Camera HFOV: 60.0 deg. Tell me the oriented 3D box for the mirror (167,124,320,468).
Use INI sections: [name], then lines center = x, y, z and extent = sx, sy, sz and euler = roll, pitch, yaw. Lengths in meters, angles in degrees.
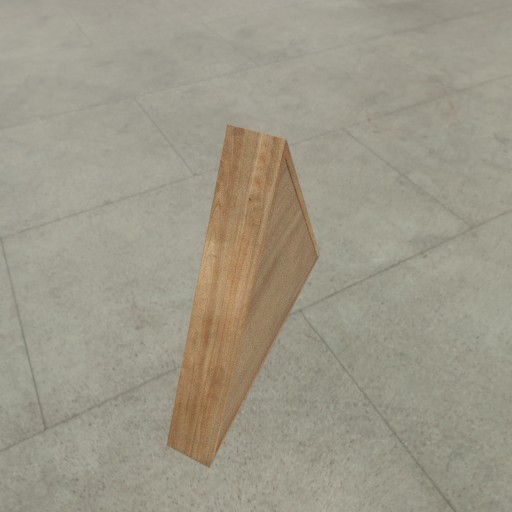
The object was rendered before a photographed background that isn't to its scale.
[mirror]
center = 0.000, 0.000, 0.871
extent = 0.100, 0.548, 0.631
euler = 19, 49, 17
